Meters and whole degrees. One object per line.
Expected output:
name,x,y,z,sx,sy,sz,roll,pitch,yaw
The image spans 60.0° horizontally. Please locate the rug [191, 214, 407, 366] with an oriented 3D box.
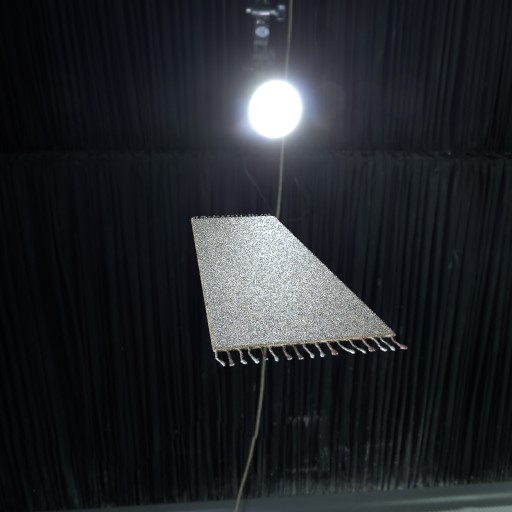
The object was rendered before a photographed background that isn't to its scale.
rug,0.000,0.000,2.928,0.762,0.011,2.664,-3,17,-9
